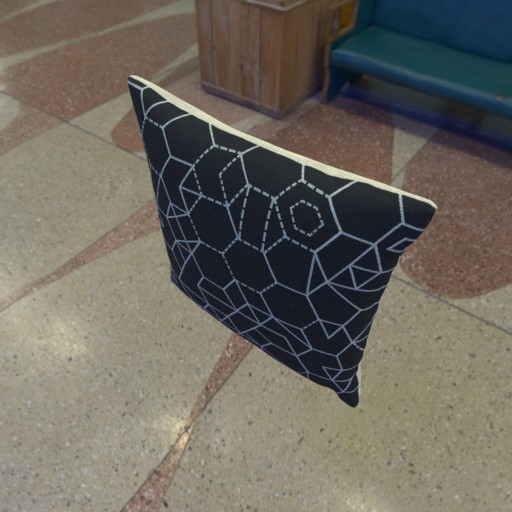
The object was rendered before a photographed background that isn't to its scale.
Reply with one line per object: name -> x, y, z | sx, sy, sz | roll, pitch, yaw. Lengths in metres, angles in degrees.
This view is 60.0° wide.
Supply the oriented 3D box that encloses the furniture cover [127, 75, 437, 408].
furniture cover -> 0.000, 0.000, 0.786 | 0.517, 0.508, 0.158 | 30, 54, 25
